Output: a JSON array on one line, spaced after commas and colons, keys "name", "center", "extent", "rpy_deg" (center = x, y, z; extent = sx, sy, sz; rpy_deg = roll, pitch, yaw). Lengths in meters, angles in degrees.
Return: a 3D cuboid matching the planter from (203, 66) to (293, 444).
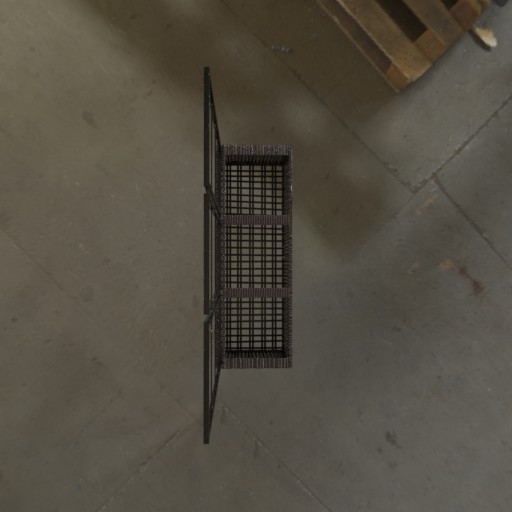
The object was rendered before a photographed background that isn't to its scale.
[{"name": "planter", "center": [0.000, 0.000, 1.207], "extent": [0.244, 0.841, 0.699], "rpy_deg": [0, 89, -2]}]
